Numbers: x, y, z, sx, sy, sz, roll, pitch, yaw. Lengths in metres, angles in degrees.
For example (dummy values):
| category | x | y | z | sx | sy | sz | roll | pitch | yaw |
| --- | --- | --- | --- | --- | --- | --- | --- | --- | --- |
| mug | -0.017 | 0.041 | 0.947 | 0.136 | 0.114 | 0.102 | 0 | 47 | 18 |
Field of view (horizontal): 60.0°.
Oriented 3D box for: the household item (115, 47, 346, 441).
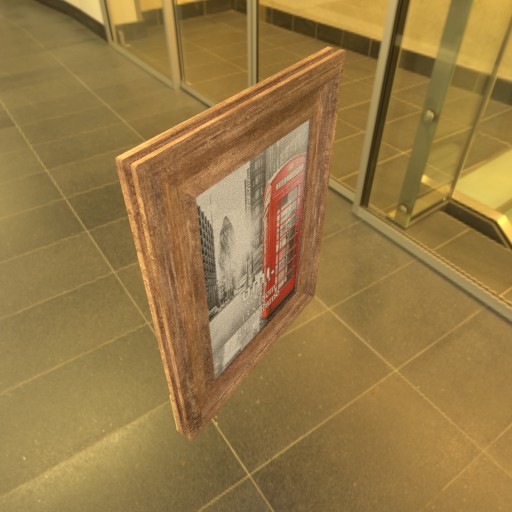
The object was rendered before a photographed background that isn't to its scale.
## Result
| category | x | y | z | sx | sy | sz | roll | pitch | yaw |
| --- | --- | --- | --- | --- | --- | --- | --- | --- | --- |
| household item | 0.000 | 0.000 | 0.318 | 0.018 | 0.237 | 0.186 | 25 | 47 | 26 |
